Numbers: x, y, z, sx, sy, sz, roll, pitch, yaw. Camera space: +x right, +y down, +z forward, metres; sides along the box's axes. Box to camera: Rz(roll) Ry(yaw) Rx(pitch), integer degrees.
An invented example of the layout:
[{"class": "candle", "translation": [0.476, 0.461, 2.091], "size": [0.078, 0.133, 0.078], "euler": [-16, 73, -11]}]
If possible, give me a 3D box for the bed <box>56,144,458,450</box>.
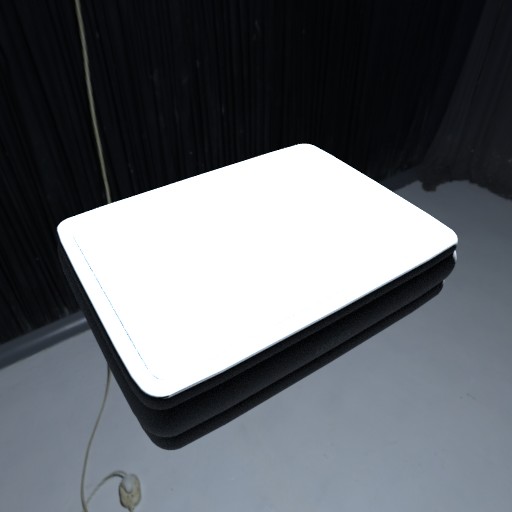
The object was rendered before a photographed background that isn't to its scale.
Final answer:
[{"class": "bed", "translation": [0.000, 0.000, 2.693], "size": [2.036, 0.460, 1.520], "euler": [-23, 46, -25]}]
